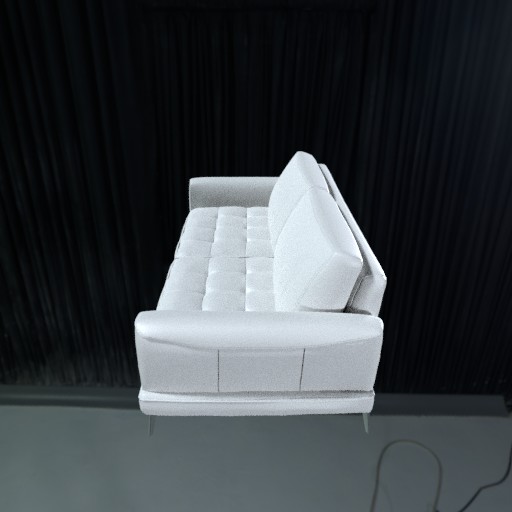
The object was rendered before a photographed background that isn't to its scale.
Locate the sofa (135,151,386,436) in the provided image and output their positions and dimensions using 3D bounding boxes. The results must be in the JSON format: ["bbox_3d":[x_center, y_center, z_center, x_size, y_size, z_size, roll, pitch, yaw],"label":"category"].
[{"bbox_3d":[0.000,0.000,2.832,1.121,0.930,2.177,0,27,-1],"label":"sofa"}]
